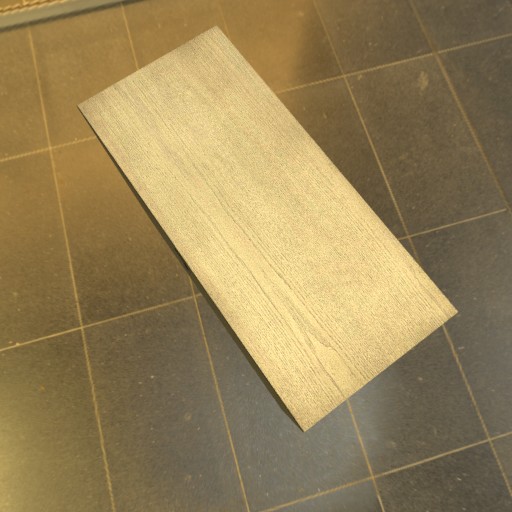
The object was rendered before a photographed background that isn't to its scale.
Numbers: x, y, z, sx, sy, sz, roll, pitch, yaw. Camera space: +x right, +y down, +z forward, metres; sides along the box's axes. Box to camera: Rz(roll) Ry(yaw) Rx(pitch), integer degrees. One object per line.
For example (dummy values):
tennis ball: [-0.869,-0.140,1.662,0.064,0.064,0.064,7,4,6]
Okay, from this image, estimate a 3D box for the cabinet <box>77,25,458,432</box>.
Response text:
cabinet: [0.000,0.000,1.243,0.370,0.787,0.781,-34,77,-9]
